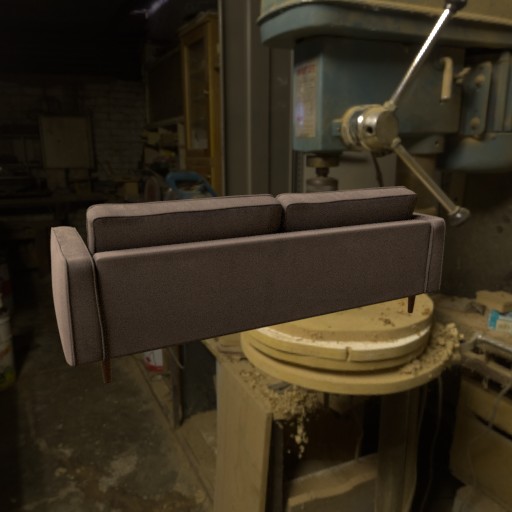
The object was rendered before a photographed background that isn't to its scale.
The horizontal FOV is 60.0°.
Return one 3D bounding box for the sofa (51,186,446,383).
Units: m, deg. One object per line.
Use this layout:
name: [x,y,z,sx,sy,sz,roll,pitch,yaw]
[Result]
sofa: [0.000,0.000,2.726,2.295,0.813,0.923,-7,16,-26]
